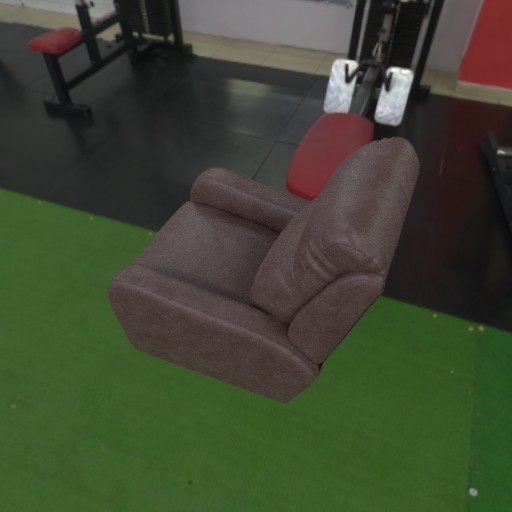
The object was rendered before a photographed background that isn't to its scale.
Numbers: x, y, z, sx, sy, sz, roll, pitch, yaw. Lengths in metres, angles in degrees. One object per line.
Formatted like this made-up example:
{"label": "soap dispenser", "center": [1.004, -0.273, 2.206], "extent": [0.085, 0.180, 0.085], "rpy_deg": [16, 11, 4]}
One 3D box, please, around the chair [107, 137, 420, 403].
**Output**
{"label": "chair", "center": [0.000, 0.000, 1.894], "extent": [1.067, 1.067, 0.865], "rpy_deg": [17, 49, 16]}
